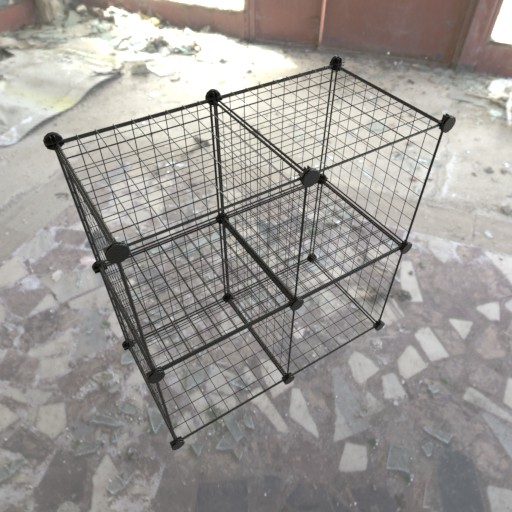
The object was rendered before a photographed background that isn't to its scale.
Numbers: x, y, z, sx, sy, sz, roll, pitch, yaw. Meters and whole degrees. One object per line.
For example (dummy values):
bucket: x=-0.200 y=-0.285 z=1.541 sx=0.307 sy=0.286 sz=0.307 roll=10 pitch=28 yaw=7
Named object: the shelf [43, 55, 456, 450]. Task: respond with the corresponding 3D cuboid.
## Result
shelf: x=0.000 y=0.000 z=1.094 sx=0.711 sy=0.711 sz=0.356 roll=-24 pitch=50 yaw=-22
